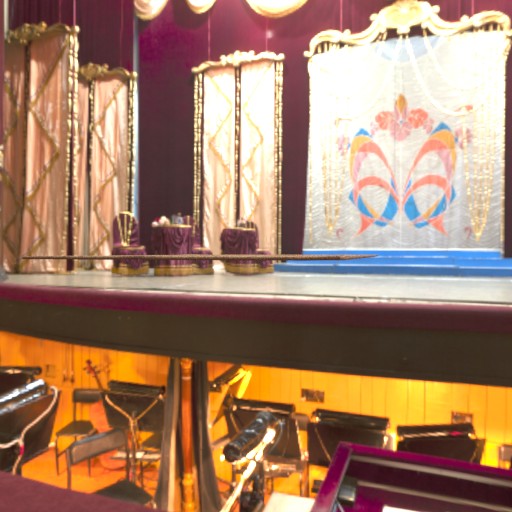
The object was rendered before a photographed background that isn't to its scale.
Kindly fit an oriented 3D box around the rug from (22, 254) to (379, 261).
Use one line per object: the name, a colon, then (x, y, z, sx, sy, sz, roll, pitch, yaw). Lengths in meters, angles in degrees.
rug: (0.000, 0.000, 1.047, 0.515, 0.007, 0.867, 0, 0, 19)
